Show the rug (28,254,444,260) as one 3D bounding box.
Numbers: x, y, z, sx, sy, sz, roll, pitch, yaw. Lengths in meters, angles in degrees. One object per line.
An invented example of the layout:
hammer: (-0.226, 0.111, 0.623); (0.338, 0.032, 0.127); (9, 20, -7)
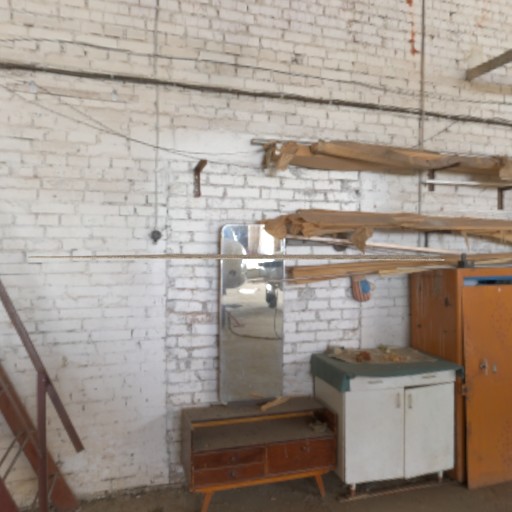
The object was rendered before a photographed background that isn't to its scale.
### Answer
rug: (0.000, 0.000, 4.334); (3.205, 0.015, 2.437); (0, 1, 18)
